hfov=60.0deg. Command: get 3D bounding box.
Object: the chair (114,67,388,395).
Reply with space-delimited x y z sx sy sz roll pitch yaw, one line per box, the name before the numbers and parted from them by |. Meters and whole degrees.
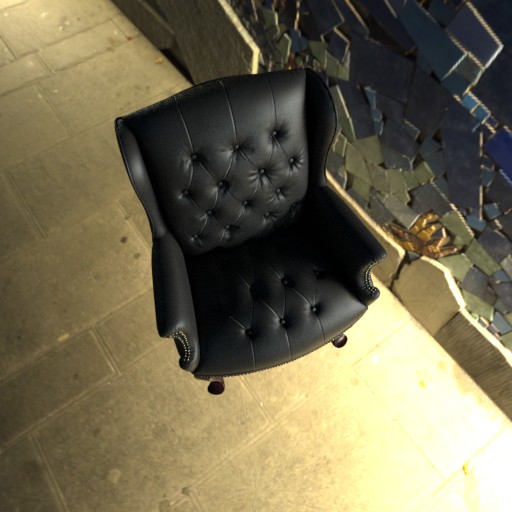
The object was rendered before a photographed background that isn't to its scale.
chair | 0.000 0.000 1.698 0.838 1.111 0.762 -19 64 -10
